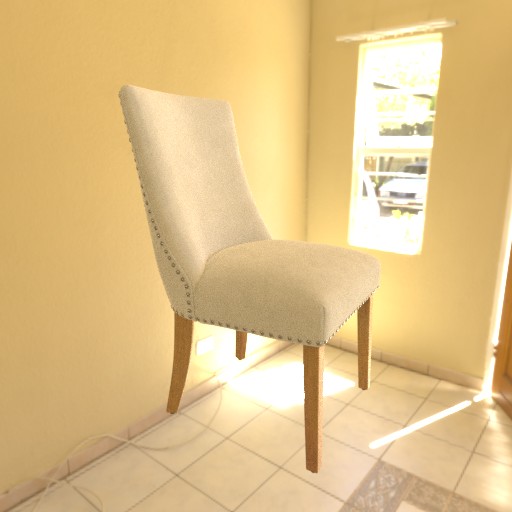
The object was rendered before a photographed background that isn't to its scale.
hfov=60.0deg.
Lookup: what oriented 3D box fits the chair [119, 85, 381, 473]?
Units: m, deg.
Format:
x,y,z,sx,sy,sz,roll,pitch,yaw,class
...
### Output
x,y,z,sx,sy,sz,roll,pitch,yaw,class
0.000,0.000,1.263,0.610,0.902,0.495,8,16,28,chair
